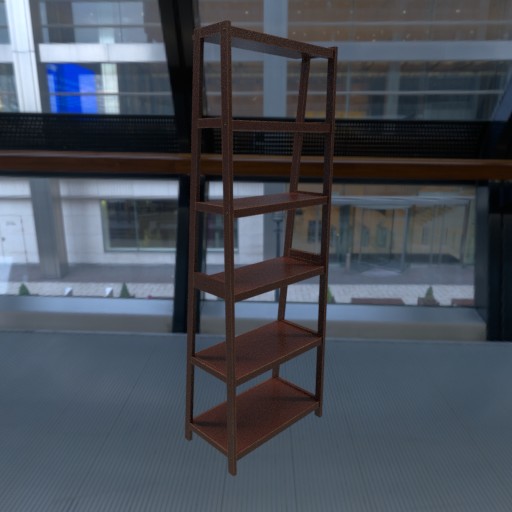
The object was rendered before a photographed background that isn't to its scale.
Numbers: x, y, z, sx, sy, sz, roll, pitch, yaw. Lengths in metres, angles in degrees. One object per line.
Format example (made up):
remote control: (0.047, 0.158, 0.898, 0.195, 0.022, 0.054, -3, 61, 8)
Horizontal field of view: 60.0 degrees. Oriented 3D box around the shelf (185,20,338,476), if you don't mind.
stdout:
shelf: (0.000, 0.000, 2.138, 0.660, 1.892, 0.381, -14, 20, -42)
